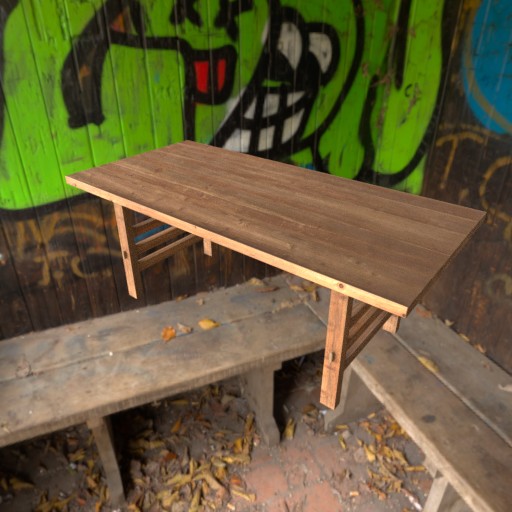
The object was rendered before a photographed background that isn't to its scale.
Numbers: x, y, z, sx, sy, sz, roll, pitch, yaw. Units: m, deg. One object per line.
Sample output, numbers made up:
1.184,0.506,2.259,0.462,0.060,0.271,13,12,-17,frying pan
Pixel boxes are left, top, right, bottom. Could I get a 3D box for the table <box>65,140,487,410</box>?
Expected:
0.000,0.000,2.479,2.003,0.760,0.952,22,36,33,table
